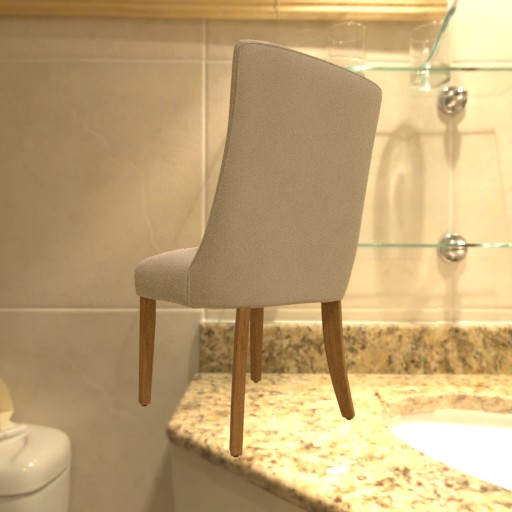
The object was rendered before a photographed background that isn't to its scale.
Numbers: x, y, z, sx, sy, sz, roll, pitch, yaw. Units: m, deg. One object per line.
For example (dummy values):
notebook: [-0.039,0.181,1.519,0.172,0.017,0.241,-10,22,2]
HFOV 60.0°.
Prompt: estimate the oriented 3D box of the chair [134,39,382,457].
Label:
chair: [0.000,0.000,1.249,0.495,0.902,0.610,0,-1,-37]
